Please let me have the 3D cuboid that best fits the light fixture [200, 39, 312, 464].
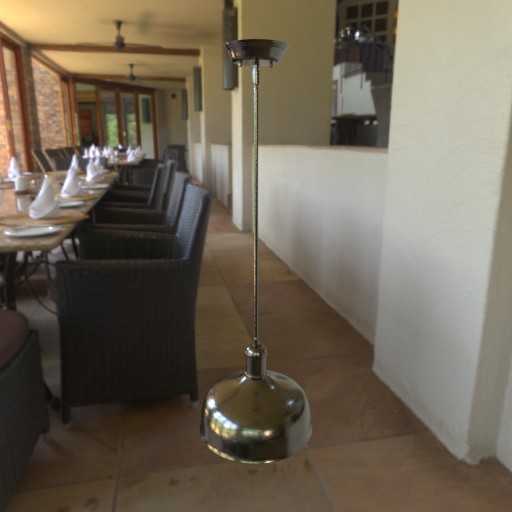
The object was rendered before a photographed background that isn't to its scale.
[{"bbox_3d":[0.000,0.000,1.074,0.299,0.935,0.299,-2,15,-9],"label":"light fixture"}]
